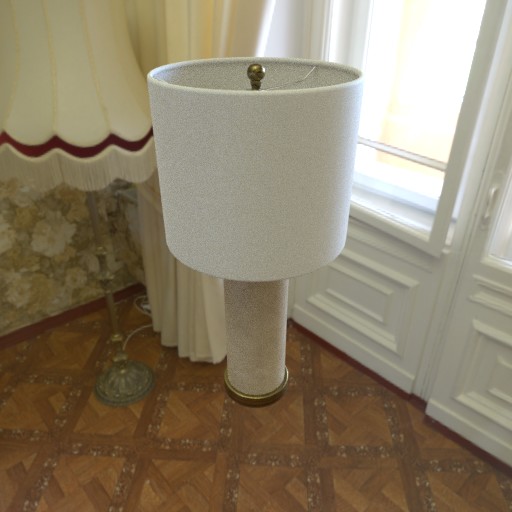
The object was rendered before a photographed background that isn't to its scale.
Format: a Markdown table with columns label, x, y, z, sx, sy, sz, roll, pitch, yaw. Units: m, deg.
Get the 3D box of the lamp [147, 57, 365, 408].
| label | x | y | z | sx | sy | sz | roll | pitch | yaw |
| --- | --- | --- | --- | --- | --- | --- | --- | --- | --- |
| lamp | 0.000 | 0.000 | 0.789 | 0.305 | 0.634 | 0.305 | 1 | 31 | 1 |
